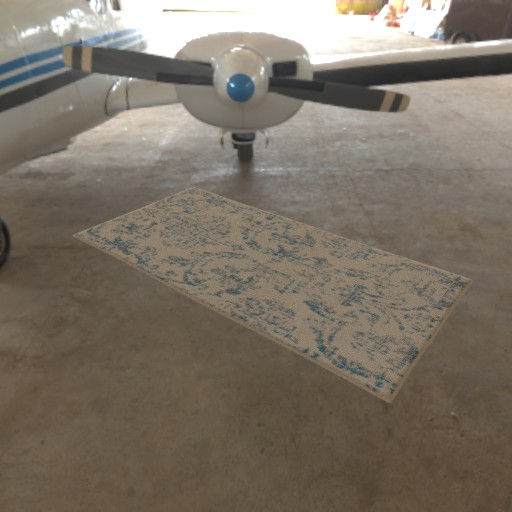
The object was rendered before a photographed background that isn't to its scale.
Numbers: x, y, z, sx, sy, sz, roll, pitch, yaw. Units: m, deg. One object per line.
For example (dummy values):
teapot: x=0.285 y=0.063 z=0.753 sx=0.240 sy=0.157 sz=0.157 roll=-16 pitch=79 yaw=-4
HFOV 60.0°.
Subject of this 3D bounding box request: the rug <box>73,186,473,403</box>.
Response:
rug: x=0.000 y=0.000 z=1.478 sx=1.220 sy=0.007 sz=0.605 roll=22 pitch=37 yaw=32
